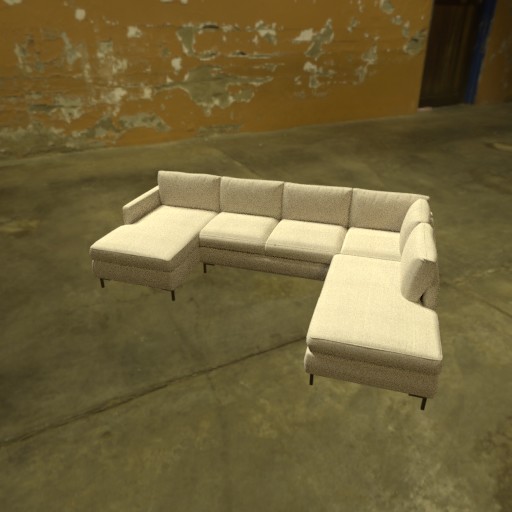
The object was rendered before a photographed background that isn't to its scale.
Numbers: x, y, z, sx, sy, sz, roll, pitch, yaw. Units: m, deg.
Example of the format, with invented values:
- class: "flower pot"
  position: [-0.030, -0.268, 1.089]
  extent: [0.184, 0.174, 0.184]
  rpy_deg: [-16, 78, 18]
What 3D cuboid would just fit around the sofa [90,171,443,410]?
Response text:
- class: "sofa"
  position: [0.000, 0.000, 3.557]
  extent: [2.737, 0.756, 1.879]
  rpy_deg: [8, 28, 16]
